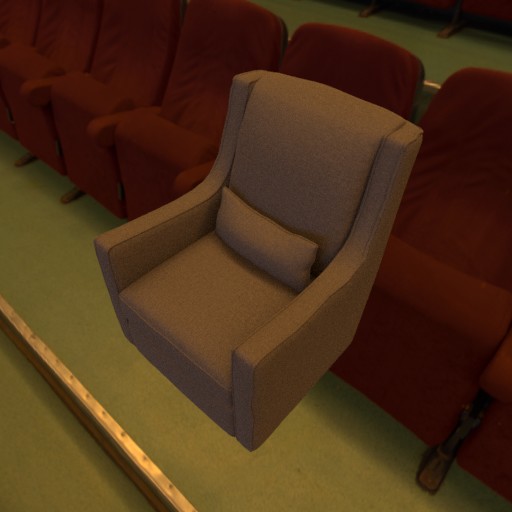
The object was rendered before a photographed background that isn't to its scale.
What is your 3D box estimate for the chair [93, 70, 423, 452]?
[{"bbox_3d":[0.000,0.000,1.605,0.732,0.993,0.879,32,54,28],"label":"chair"}]
